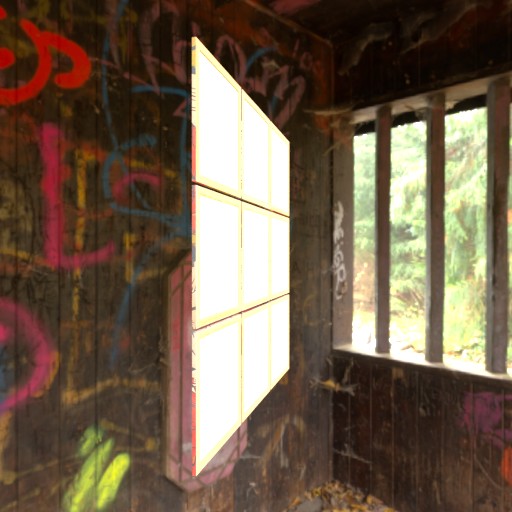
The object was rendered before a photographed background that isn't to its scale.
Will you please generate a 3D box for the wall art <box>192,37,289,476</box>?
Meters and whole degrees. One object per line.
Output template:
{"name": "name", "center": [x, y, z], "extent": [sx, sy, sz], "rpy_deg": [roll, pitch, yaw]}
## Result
{"name": "wall art", "center": [0.000, 0.000, 1.808], "extent": [0.013, 1.218, 1.206], "rpy_deg": [0, 0, 17]}
